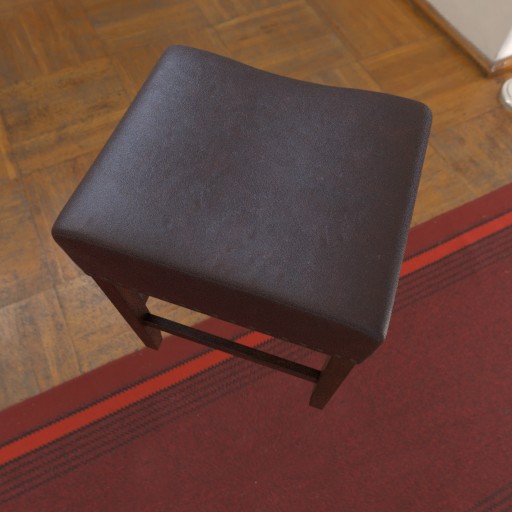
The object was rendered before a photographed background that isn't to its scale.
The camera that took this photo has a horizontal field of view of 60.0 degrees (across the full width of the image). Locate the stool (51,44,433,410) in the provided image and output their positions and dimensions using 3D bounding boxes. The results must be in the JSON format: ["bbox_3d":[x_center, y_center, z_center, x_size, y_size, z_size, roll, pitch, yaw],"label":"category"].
[{"bbox_3d":[0.000,0.000,0.896,0.465,0.608,0.397,17,64,8],"label":"stool"}]
